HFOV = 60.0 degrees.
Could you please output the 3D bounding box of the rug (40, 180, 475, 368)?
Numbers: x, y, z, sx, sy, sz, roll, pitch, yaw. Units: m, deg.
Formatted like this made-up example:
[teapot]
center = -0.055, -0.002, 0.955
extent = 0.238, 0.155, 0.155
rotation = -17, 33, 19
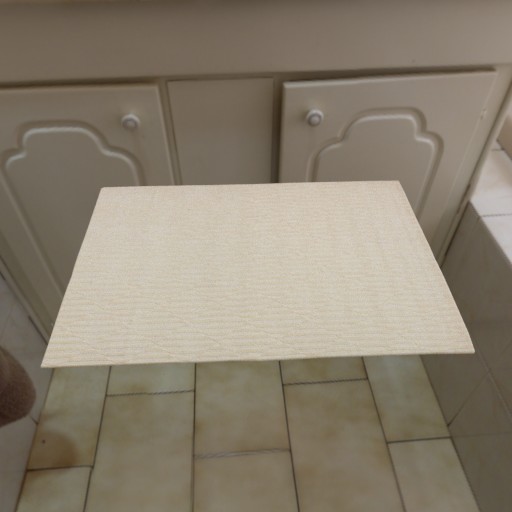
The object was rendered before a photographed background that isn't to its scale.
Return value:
[rug]
center = 0.000, 0.000, 2.301
extent = 1.848, 0.014, 1.238
rotation = -2, 46, -2
